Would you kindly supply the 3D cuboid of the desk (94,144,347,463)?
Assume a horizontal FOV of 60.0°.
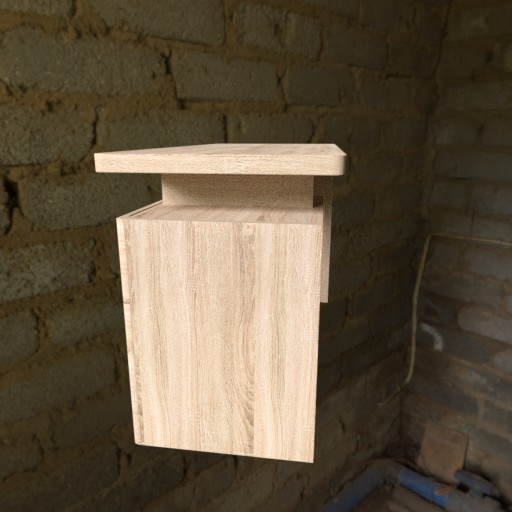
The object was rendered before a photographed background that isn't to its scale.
[{"bbox_3d":[0.000,0.000,1.593,0.550,0.760,1.200,2,15,8],"label":"desk"}]
